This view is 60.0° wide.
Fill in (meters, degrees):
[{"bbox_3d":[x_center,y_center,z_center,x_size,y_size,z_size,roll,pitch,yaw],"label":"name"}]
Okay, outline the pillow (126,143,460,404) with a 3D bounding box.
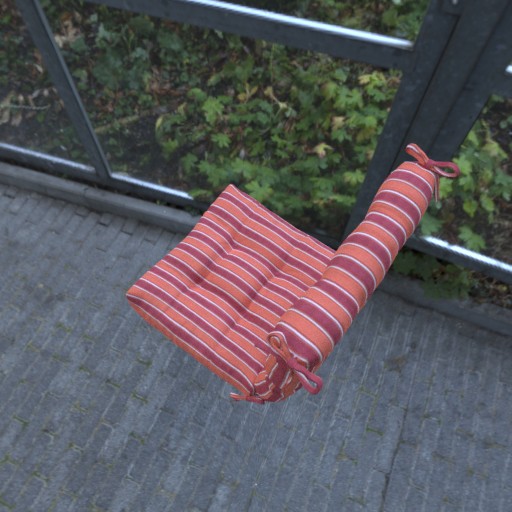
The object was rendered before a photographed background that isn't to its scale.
[{"bbox_3d":[0.000,0.000,1.034,0.571,0.605,0.519,34,68,16],"label":"pillow"}]
